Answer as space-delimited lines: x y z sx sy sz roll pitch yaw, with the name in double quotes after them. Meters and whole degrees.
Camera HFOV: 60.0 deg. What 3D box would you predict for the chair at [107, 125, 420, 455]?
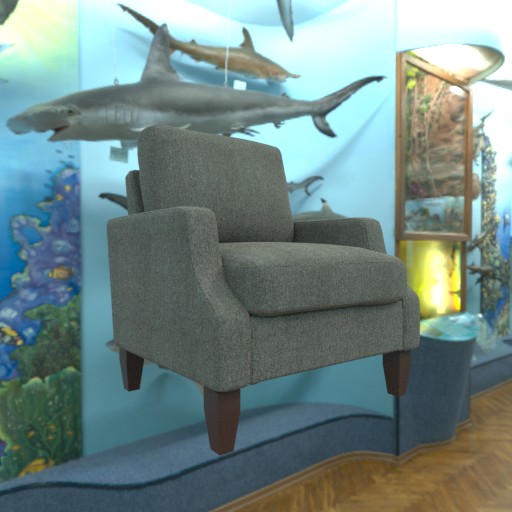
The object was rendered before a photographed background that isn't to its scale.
0.000 0.000 1.646 0.855 0.993 0.897 -1 1 -37 "chair"
